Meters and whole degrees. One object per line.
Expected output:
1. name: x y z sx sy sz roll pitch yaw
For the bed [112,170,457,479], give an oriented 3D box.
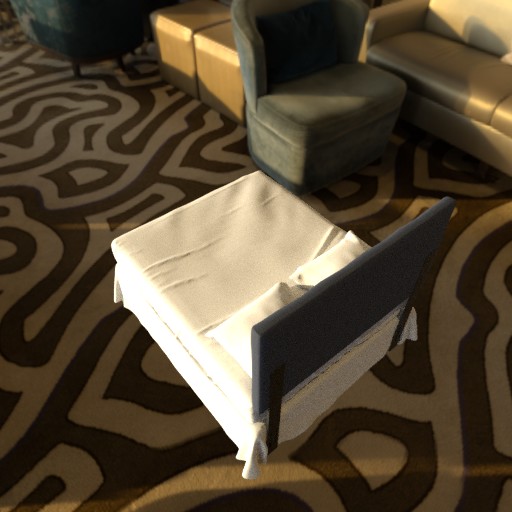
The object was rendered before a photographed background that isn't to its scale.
1. bed: 0.000 0.000 3.545 1.936 1.577 2.222 -30 53 -26
